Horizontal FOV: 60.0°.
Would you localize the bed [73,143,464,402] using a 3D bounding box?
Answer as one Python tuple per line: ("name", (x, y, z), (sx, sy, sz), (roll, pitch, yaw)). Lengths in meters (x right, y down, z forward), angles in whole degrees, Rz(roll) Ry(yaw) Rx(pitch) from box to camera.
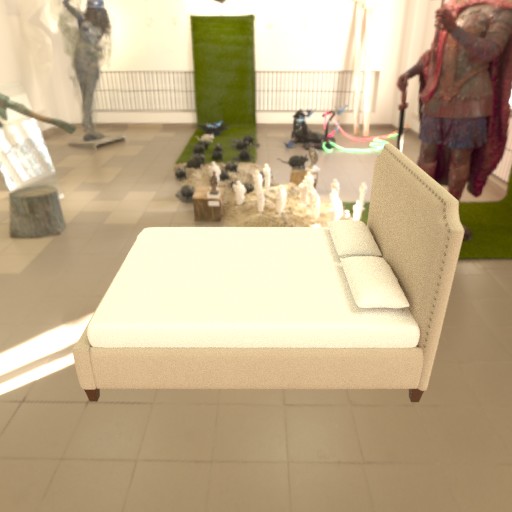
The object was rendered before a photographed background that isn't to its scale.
("bed", (0.000, 0.000, 3.467), (2.372, 1.443, 1.713), (0, 27, 0))
